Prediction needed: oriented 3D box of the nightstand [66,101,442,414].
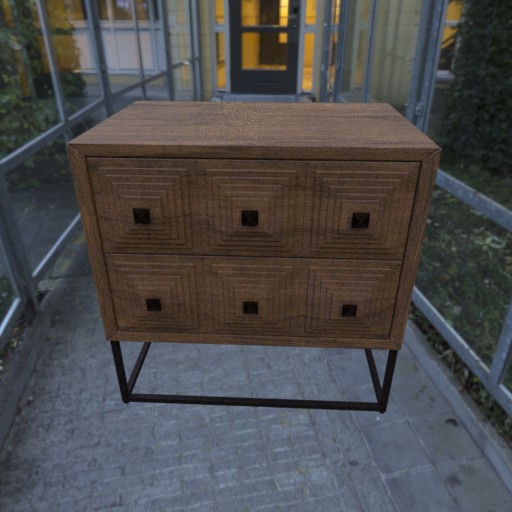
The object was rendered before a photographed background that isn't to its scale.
[{"bbox_3d":[0.000,0.000,1.026,0.610,0.610,0.437,1,29,3],"label":"nightstand"}]
